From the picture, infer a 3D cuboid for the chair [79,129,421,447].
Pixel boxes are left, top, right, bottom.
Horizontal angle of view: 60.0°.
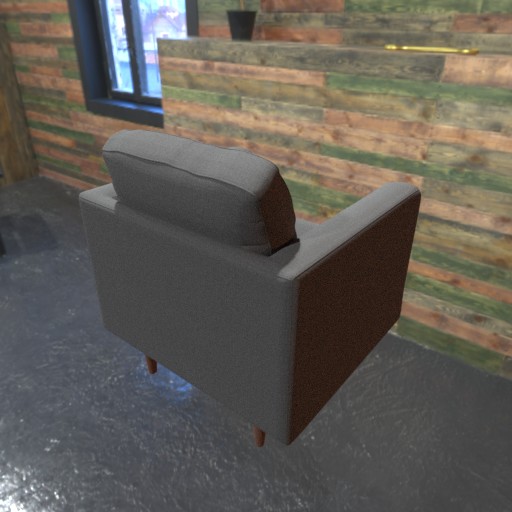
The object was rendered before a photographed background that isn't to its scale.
[{"bbox_3d":[0.000,0.000,1.560,0.854,0.927,0.800,21,35,33],"label":"chair"}]
